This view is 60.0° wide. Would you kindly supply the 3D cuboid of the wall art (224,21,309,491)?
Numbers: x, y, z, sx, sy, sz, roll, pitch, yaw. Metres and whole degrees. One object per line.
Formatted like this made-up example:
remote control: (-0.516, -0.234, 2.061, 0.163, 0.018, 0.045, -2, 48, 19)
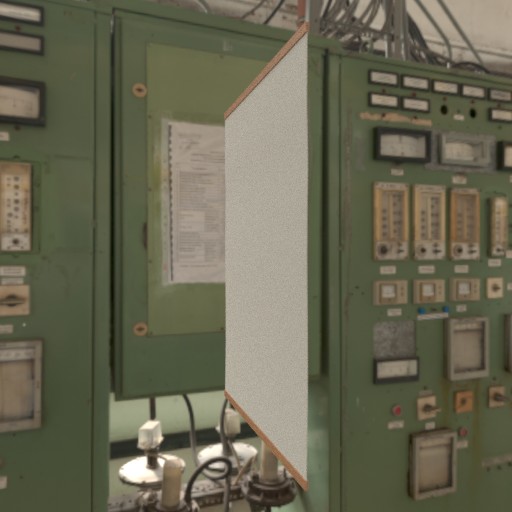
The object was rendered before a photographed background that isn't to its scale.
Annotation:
wall art: (0.000, 0.000, 1.920, 0.019, 1.527, 1.019, 0, 1, -19)
